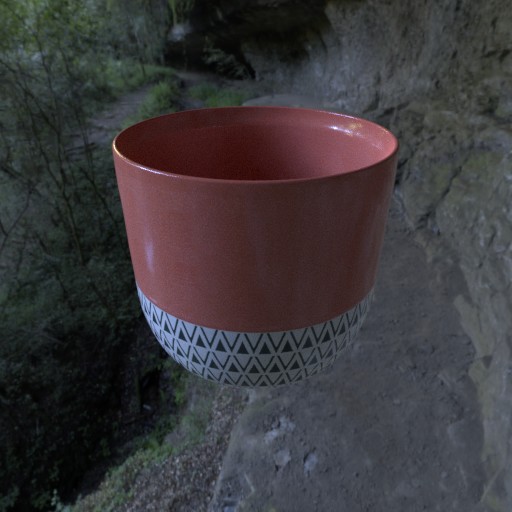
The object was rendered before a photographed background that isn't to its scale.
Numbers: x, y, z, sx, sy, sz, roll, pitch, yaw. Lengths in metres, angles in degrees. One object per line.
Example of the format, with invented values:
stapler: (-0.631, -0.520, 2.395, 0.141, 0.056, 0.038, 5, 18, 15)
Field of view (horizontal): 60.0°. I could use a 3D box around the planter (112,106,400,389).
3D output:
planter: (0.000, 0.000, 0.491, 0.266, 0.270, 0.266, 0, 30, 0)
